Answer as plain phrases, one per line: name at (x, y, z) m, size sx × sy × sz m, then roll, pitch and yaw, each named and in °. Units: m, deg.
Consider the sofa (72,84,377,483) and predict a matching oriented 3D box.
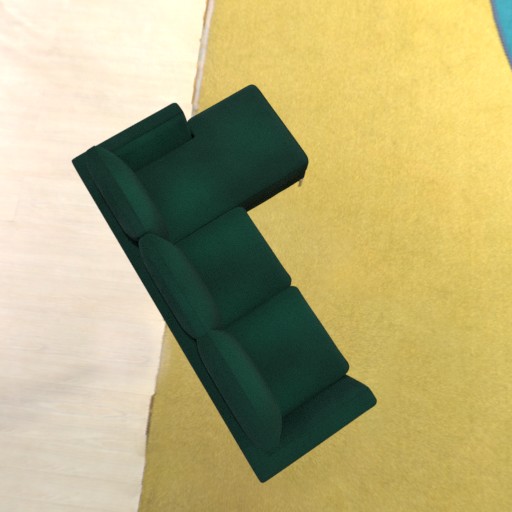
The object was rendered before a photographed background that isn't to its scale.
sofa at (0.000, 0.000, 3.138) m, size 1.489 × 1.007 × 2.441 m, roll -32°, pitch 79°, yaw -7°
